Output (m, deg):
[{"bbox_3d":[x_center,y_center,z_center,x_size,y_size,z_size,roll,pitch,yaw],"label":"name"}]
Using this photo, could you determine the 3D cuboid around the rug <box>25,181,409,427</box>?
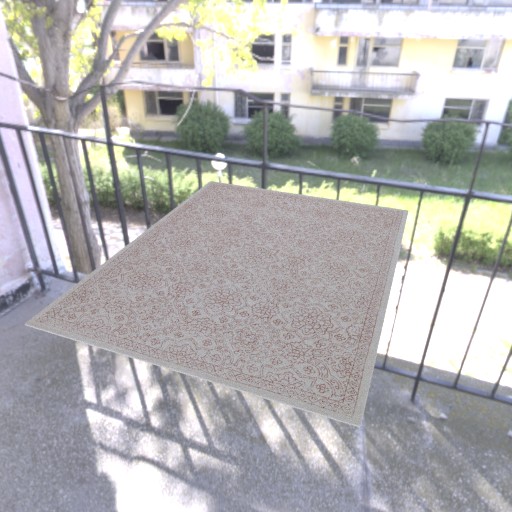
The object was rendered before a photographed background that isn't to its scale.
[{"bbox_3d":[0.000,0.000,4.071,2.441,0.015,3.050,11,33,18],"label":"rug"}]
